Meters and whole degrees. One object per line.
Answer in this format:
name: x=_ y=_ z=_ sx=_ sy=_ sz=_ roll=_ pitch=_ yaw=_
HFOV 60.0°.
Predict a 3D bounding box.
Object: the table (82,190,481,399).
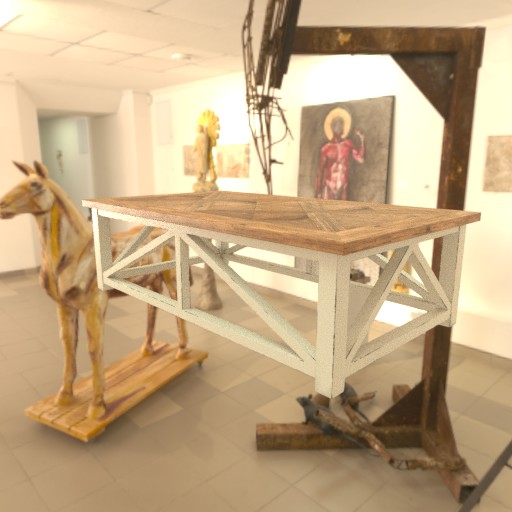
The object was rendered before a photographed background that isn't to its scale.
table: x=0.000 y=0.000 z=1.788 sx=0.800 sy=0.410 sz=1.400 roll=-12 pitch=17 yaw=-42
